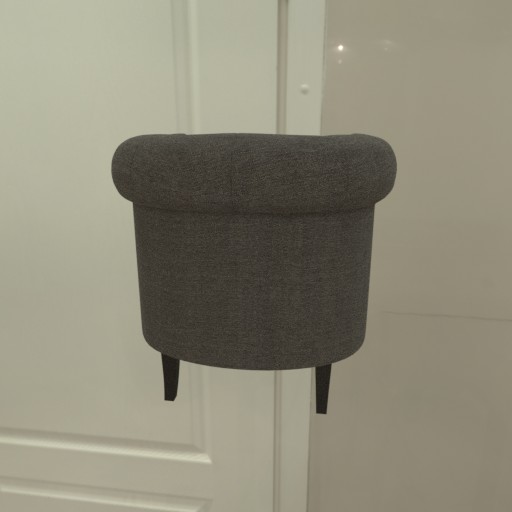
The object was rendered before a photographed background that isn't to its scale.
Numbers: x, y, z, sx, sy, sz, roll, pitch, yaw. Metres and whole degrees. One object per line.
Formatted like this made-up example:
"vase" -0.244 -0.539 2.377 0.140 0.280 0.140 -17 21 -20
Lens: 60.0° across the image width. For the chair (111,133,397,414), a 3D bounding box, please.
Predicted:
"chair" 0.000 0.000 1.543 0.905 0.827 0.852 2 16 8
